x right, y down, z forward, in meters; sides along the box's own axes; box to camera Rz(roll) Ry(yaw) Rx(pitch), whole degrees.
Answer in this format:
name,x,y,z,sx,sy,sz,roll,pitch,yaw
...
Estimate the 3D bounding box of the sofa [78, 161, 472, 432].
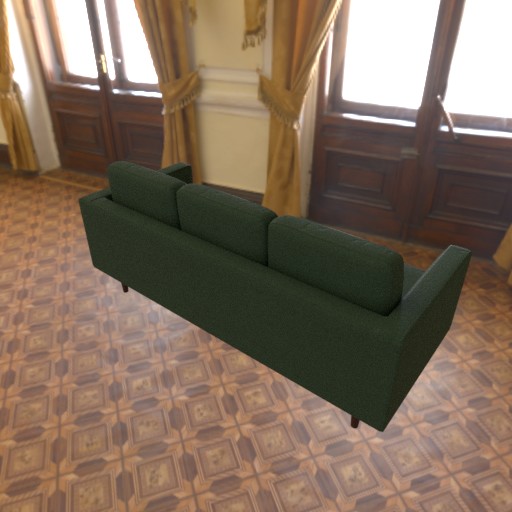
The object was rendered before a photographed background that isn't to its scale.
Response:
name,x,y,z,sx,sy,sz,roll,pitch,yaw
sofa,0.000,0.000,2.511,2.029,0.899,0.879,23,38,32
